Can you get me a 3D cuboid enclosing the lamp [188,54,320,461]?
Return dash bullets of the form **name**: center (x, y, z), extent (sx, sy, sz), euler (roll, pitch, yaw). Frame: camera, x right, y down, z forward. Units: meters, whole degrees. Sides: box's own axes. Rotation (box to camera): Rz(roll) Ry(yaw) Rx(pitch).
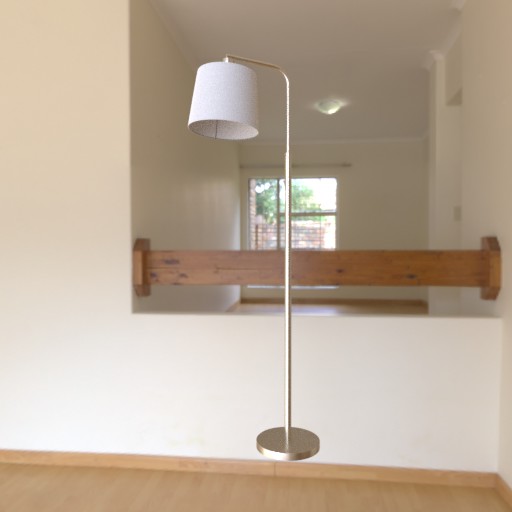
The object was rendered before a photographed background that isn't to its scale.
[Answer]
- **lamp**: center (0.000, 0.000, 1.668), extent (0.508, 1.478, 0.254), euler (0, 1, -19)
